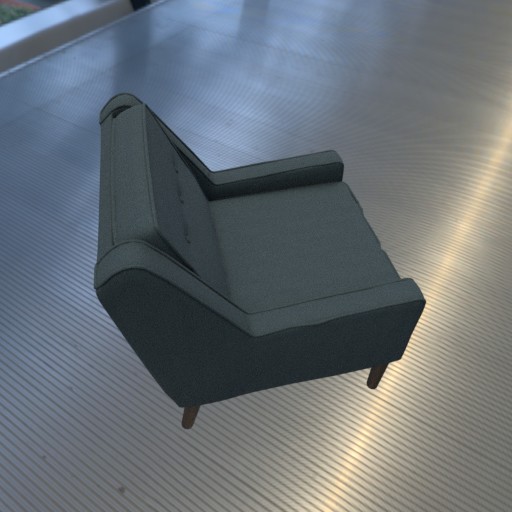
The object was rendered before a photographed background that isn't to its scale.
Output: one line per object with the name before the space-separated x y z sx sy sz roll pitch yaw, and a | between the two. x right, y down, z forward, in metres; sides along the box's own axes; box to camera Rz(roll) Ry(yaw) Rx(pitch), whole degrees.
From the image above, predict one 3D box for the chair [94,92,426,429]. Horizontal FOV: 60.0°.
chair | 0.000 0.000 1.289 0.733 0.780 0.663 -9 48 -8
